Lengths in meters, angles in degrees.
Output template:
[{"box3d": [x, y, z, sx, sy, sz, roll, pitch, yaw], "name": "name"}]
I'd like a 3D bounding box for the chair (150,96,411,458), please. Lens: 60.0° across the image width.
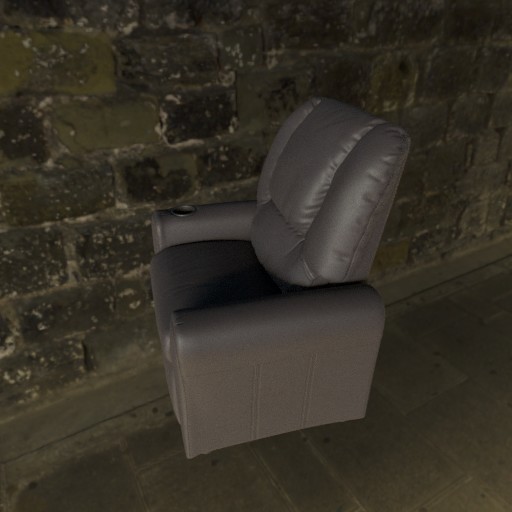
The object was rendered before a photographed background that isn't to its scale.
[{"box3d": [0.000, 0.000, 1.105, 0.521, 0.709, 0.610, -8, 31, -13], "name": "chair"}]
